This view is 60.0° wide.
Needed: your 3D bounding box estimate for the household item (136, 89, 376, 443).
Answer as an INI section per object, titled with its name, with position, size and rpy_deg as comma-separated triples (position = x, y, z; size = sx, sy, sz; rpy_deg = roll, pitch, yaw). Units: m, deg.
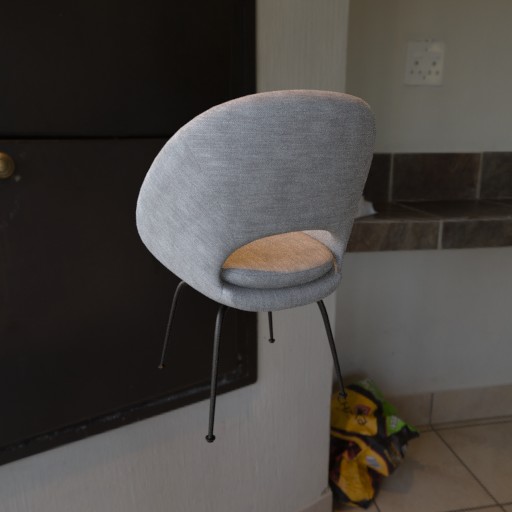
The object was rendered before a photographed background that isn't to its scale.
[household item]
position = 0.000, 0.000, 1.305
size = 0.643, 0.869, 0.587
rpy_deg = -7, 16, -27
